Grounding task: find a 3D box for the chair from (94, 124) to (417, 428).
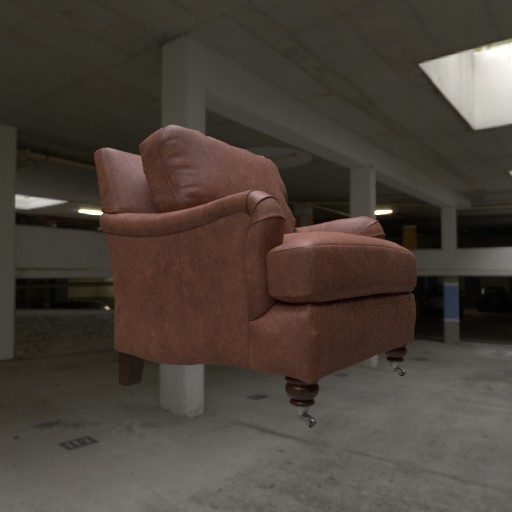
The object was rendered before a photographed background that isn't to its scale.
[{"bbox_3d":[0.000,0.000,1.948,1.158,1.055,0.986,-1,-2,37],"label":"chair"}]
